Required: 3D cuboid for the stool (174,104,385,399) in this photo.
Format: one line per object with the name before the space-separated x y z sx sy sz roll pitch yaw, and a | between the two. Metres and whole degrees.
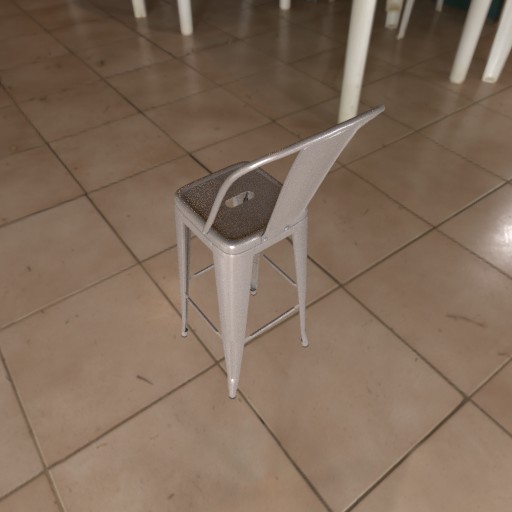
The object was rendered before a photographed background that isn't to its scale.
stool | 0.000 0.000 1.343 0.399 1.096 0.513 -29 52 -25
